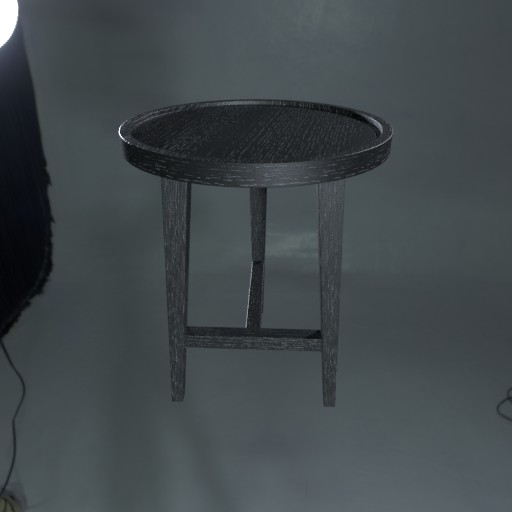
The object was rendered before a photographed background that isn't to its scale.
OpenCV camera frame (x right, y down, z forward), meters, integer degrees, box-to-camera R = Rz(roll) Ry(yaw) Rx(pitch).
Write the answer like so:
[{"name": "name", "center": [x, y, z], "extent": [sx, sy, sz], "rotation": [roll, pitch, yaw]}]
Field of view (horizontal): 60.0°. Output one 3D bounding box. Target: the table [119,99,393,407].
[{"name": "table", "center": [0.000, 0.000, 0.780], "extent": [0.399, 0.460, 0.399], "rotation": [0, 29, 0]}]
